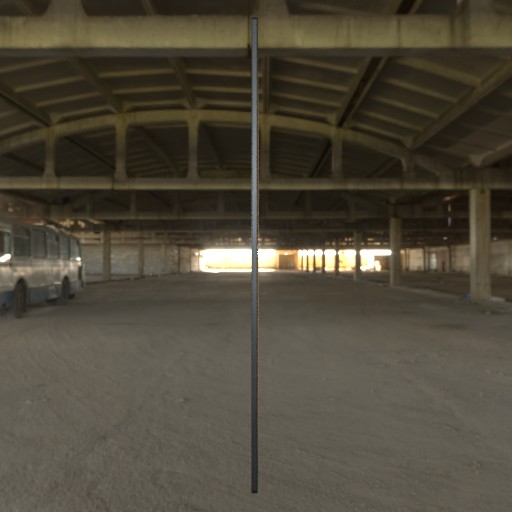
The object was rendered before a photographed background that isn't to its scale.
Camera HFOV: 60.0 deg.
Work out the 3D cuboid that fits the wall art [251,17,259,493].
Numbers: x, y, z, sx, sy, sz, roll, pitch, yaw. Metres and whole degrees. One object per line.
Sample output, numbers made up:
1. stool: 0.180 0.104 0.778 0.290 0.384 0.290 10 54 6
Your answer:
1. wall art: 0.000 0.000 1.255 0.013 0.967 0.707 0 -1 0
